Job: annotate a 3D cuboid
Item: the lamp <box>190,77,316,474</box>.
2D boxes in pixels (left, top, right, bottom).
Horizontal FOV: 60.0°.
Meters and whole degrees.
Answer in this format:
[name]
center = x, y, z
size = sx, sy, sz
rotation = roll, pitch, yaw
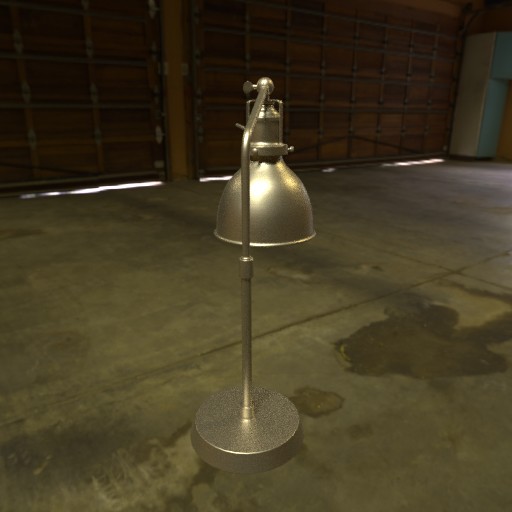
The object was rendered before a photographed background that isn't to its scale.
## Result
[lamp]
center = 0.000, 0.000, 0.595
size = 0.153, 0.456, 0.286
rotation = 3, 18, 10
